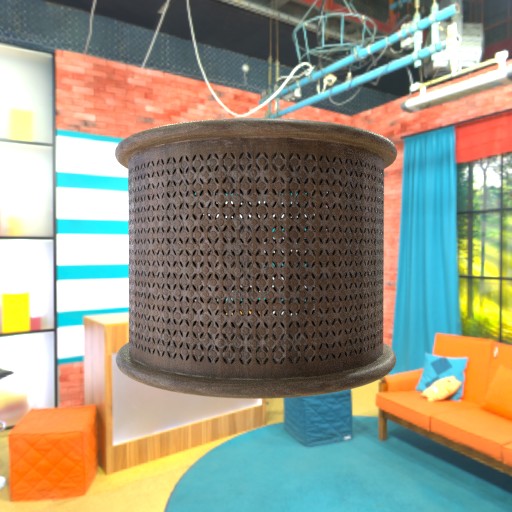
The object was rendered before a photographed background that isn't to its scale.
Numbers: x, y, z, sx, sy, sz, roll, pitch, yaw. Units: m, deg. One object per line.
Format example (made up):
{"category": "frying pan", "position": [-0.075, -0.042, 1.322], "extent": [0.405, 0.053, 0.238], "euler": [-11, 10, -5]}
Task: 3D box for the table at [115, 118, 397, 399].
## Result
{"category": "table", "position": [0.000, 0.000, 1.003], "extent": [0.607, 0.450, 0.607], "euler": [0, 1, 0]}
